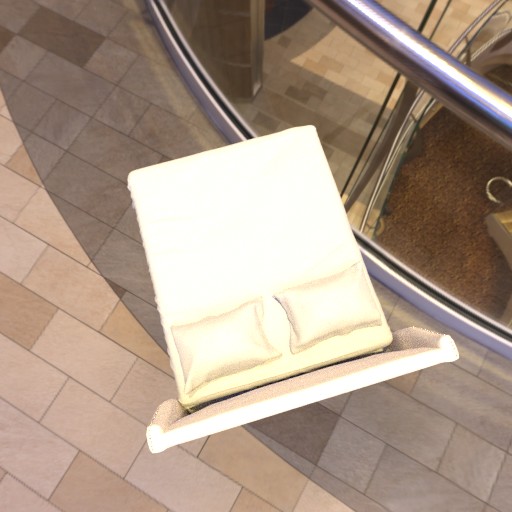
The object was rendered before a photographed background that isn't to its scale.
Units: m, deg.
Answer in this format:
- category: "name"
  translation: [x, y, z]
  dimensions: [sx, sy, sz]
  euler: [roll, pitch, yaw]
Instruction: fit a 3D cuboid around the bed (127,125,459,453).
- category: "bed"
  translation: [0.000, 0.000, 3.492]
  dimensions: [1.925, 1.332, 2.276]
  euler: [-16, 75, -4]
